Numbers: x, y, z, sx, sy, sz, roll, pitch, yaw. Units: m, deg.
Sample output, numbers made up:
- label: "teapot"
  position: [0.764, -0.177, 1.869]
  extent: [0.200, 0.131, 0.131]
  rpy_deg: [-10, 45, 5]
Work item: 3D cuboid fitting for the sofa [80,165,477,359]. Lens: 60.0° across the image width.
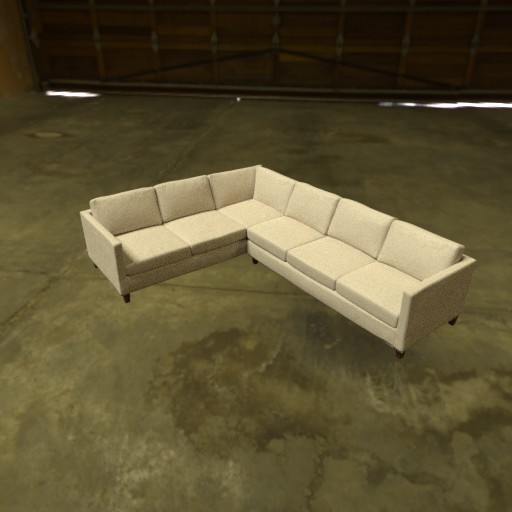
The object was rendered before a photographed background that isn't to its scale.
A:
- label: "sofa"
  position: [0.000, 0.000, 4.427]
  extent: [2.432, 0.863, 3.182]
  rpy_deg: [-19, 34, -32]
